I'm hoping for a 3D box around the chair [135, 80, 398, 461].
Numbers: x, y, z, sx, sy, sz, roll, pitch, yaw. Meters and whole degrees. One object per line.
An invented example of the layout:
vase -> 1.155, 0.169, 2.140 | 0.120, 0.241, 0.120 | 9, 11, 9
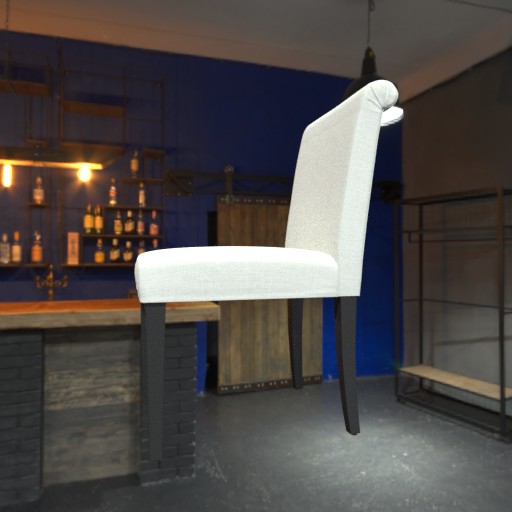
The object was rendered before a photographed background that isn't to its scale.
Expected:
chair -> 0.000, 0.000, 1.353 | 0.708, 0.976, 0.452 | 0, 1, -16
